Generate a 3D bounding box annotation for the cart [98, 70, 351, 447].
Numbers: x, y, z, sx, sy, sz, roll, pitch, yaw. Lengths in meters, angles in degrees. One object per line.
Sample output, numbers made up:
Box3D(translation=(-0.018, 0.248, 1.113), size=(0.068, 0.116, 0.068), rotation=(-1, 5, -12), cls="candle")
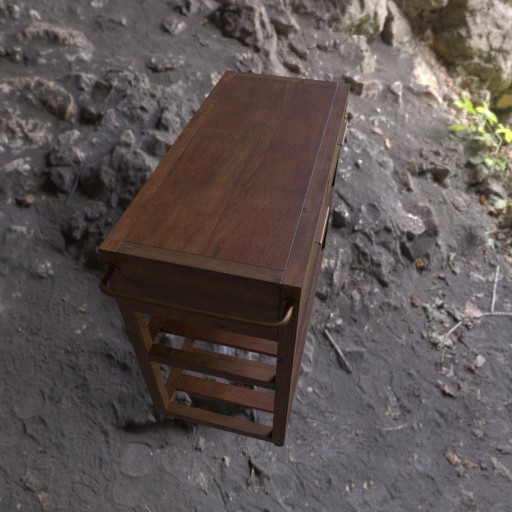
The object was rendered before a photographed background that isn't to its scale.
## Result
Box3D(translation=(0.000, 0.000, 1.487), size=(0.445, 0.830, 1.065), rotation=(10, 46, 10), cls="cart")
